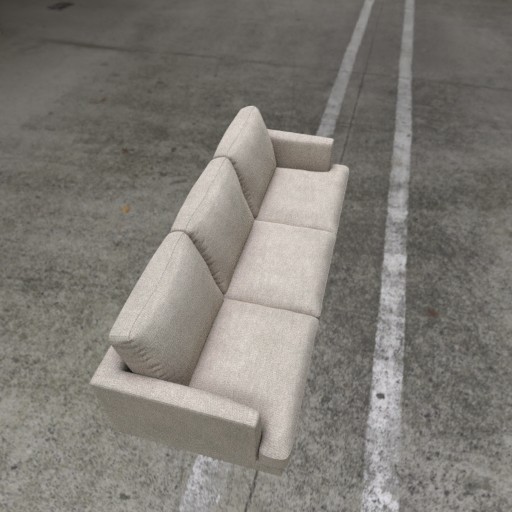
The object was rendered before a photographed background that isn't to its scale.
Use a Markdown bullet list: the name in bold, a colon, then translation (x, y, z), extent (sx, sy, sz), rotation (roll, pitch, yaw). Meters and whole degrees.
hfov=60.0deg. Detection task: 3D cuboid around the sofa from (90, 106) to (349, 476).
- **sofa**: translation (0.000, 0.000, 2.707), extent (0.903, 0.930, 2.246), rotation (11, 47, 10)
